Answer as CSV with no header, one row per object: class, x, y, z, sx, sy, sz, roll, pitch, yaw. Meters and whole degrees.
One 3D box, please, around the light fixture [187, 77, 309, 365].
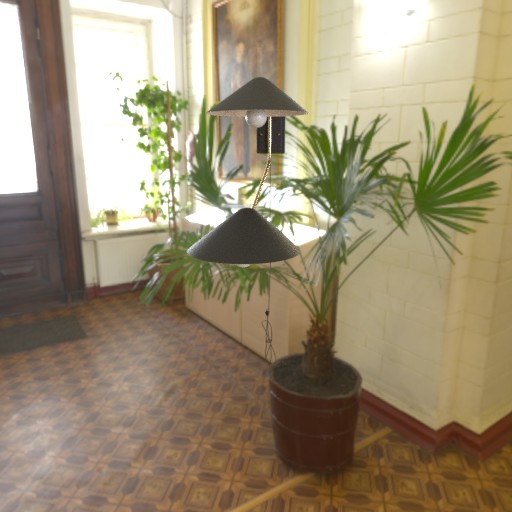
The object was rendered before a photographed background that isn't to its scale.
light fixture,0.000,0.000,0.866,0.189,0.665,0.422,2,14,10
